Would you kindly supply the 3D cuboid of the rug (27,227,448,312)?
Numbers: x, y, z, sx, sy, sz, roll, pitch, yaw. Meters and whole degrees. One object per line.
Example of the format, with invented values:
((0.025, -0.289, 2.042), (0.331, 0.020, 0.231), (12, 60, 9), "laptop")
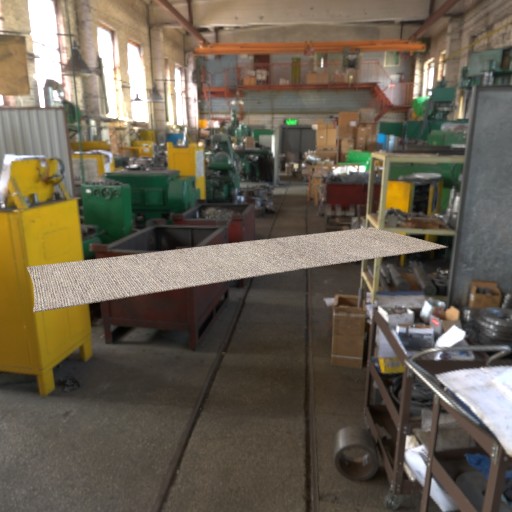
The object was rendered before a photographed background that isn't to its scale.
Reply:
((0.000, 0.000, 2.535), (2.335, 0.013, 0.697), (-8, 17, -26), "rug")
